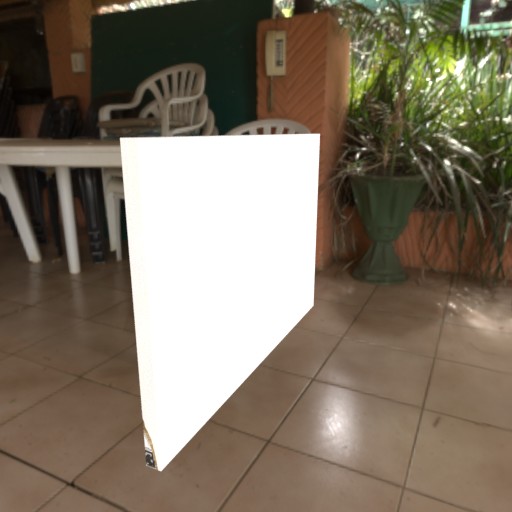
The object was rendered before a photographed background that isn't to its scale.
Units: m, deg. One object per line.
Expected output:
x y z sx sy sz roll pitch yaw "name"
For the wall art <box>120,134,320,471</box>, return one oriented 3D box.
0.000 0.000 1.141 0.038 0.601 0.898 7 17 25 "wall art"
